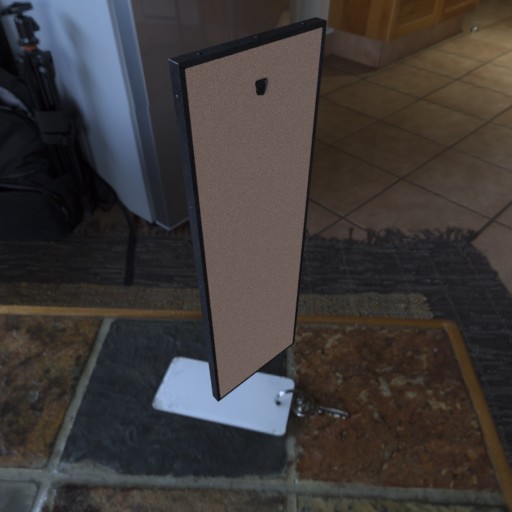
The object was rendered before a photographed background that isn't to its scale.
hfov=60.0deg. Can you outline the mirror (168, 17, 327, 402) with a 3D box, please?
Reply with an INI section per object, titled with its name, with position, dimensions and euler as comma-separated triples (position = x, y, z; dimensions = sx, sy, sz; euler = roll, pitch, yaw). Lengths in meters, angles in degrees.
[mirror]
position = 0.000, 0.000, 1.163
dimensions = 0.354, 1.080, 0.042
euler = -31, 52, -29
